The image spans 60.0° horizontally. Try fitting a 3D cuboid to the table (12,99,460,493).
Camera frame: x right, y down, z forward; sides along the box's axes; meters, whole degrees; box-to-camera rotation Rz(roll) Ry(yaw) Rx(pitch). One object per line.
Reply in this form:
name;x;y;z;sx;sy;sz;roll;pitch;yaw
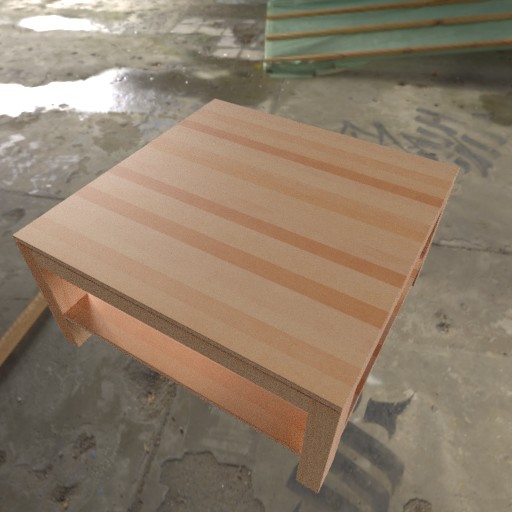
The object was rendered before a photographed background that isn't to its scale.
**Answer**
table;0.000;0.000;1.388;0.900;0.450;0.900;23;49;22
